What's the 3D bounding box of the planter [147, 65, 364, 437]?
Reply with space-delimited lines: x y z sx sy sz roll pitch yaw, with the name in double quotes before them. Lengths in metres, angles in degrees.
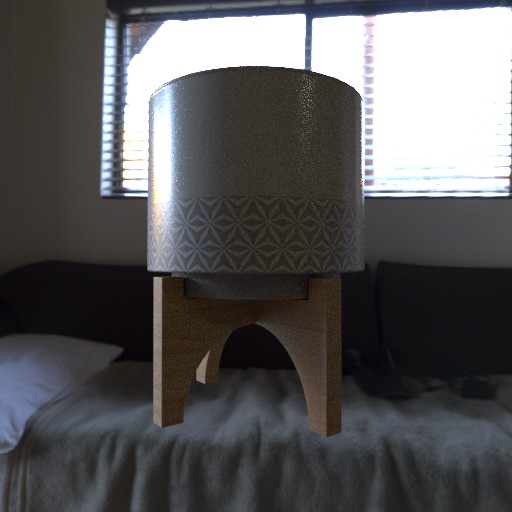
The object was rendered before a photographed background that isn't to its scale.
"planter" 0.000 0.000 0.522 0.249 0.343 0.249 0 -1 0
